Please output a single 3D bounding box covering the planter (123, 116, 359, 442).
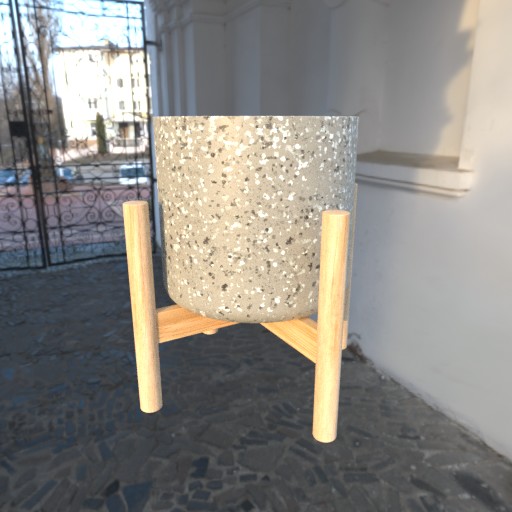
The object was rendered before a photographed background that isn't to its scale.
[{"bbox_3d":[0.000,0.000,0.535,0.284,0.320,0.284,-2,17,-8],"label":"planter"}]
